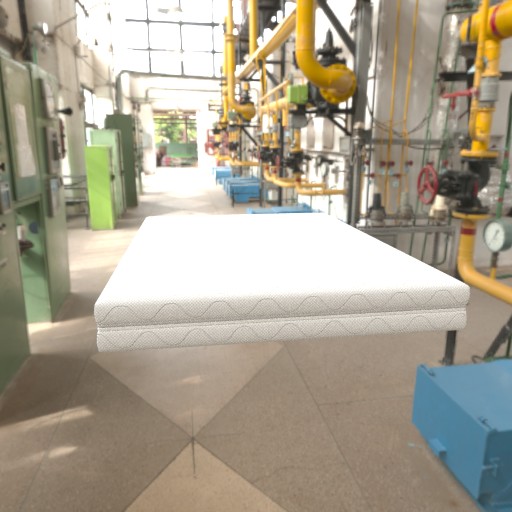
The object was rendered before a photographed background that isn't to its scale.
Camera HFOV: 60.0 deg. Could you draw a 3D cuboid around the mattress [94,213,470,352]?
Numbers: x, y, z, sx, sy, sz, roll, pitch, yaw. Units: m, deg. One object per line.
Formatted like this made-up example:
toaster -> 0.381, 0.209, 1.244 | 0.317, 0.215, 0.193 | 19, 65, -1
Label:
mattress -> 0.000, 0.000, 2.537 | 1.400, 0.200, 1.900 | -2, 14, -8
